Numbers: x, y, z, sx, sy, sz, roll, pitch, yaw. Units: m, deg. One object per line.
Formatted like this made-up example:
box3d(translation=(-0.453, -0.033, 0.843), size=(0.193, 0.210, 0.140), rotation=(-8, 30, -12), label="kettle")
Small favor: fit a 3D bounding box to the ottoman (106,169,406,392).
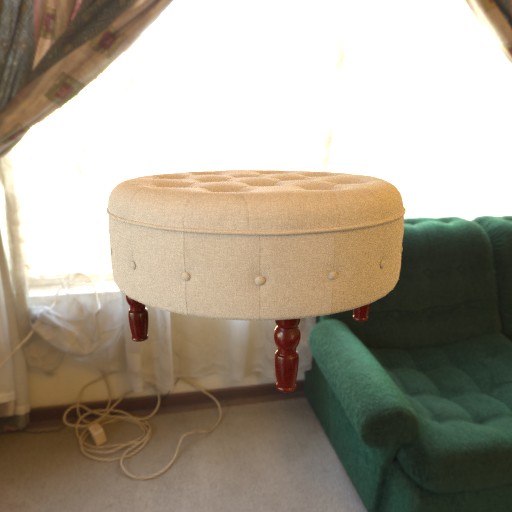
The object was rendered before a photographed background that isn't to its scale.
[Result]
box3d(translation=(0.000, 0.000, 1.362), size=(0.849, 0.478, 0.849), rotation=(0, 15, 0), label="ottoman")
